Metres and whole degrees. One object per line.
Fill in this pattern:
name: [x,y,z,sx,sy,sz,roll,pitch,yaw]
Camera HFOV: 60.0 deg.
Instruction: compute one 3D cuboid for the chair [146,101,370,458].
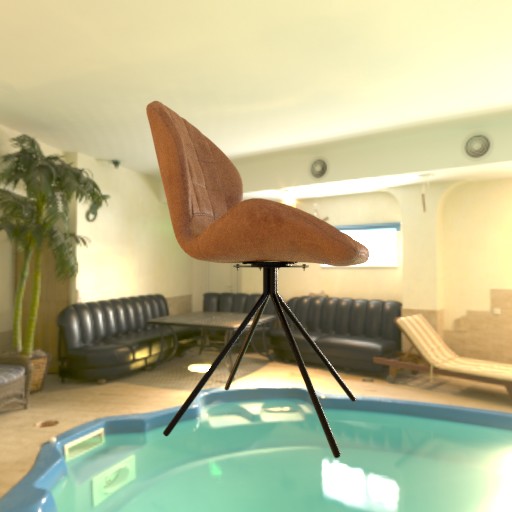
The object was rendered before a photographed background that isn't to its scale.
chair: [0.000,0.000,1.298,0.640,0.929,0.527,0,-1,17]
